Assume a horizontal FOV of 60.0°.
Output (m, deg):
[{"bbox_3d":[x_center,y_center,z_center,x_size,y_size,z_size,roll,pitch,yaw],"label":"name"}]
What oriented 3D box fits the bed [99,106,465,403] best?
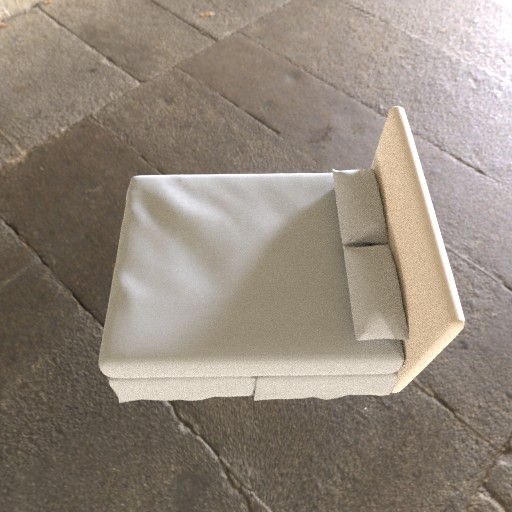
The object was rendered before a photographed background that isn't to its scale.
[{"bbox_3d":[0.000,0.000,3.223,2.142,1.330,1.748,-1,58,0],"label":"bed"}]
